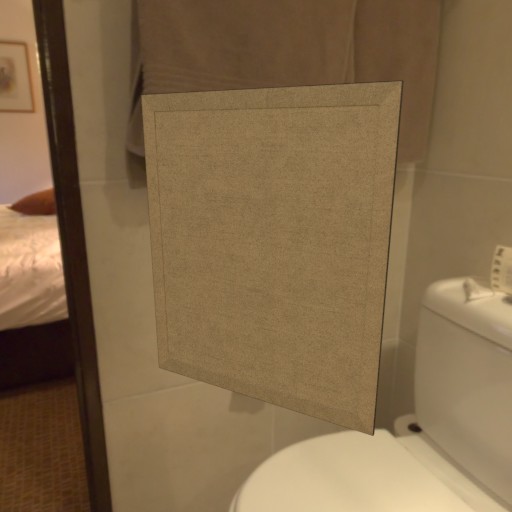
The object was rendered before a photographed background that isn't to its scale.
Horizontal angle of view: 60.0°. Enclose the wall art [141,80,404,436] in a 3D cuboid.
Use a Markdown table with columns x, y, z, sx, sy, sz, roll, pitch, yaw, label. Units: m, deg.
| x | y | z | sx | sy | sz | roll | pitch | yaw | label |
| --- | --- | --- | --- | --- | --- | --- | --- | --- | --- |
| 0.000 | 0.000 | 0.646 | 0.381 | 0.457 | 0.023 | 8 | 18 | 28 | wall art |
